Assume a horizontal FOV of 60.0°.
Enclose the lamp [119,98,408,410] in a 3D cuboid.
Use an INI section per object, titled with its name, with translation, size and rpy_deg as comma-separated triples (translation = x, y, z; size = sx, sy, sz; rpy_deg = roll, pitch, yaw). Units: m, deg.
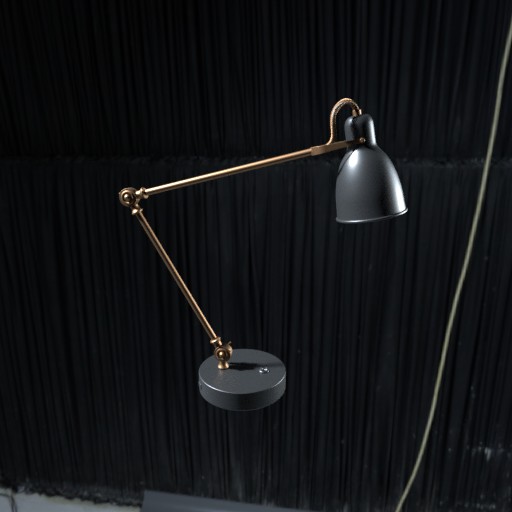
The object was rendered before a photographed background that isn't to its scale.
[lamp]
translation = 0.000, 0.000, 0.883
size = 0.561, 0.587, 0.187
rpy_deg = 3, 16, 9
